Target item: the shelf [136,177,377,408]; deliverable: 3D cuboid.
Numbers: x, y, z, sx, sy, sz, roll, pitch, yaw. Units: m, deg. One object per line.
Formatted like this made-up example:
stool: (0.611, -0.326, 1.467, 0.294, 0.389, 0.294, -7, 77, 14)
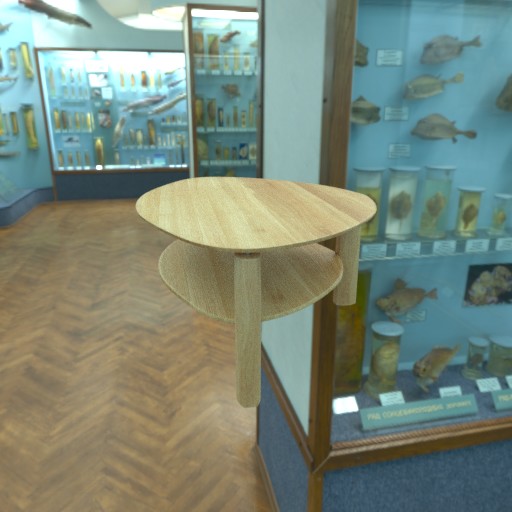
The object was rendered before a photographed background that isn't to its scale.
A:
shelf: (0.000, 0.000, 1.679, 0.845, 0.440, 1.246, -3, 18, -10)
